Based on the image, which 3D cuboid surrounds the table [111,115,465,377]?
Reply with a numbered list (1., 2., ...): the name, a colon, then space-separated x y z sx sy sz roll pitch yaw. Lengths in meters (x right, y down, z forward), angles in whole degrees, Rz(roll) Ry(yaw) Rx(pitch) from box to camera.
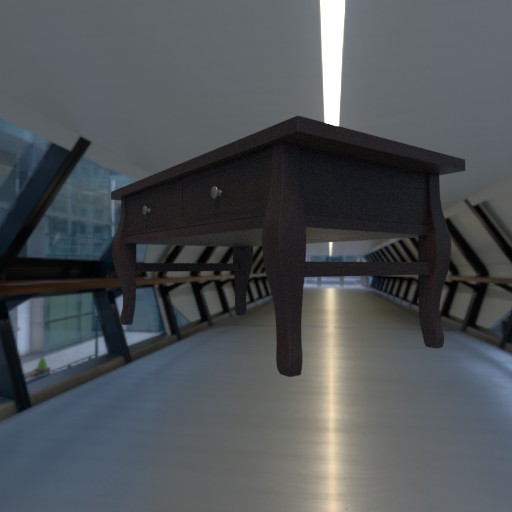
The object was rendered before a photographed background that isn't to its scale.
1. table: 0.000 0.000 1.412 0.600 0.494 1.062 1 -1 -36
